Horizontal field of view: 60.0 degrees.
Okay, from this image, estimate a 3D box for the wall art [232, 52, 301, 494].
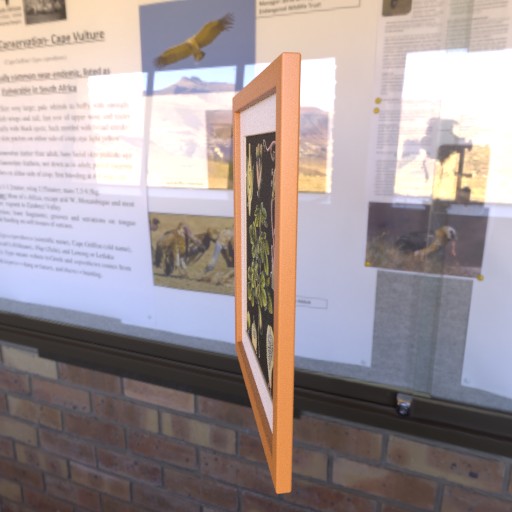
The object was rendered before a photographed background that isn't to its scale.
[{"bbox_3d":[0.000,0.000,0.514,0.015,0.379,0.310,-2,14,-9],"label":"wall art"}]
